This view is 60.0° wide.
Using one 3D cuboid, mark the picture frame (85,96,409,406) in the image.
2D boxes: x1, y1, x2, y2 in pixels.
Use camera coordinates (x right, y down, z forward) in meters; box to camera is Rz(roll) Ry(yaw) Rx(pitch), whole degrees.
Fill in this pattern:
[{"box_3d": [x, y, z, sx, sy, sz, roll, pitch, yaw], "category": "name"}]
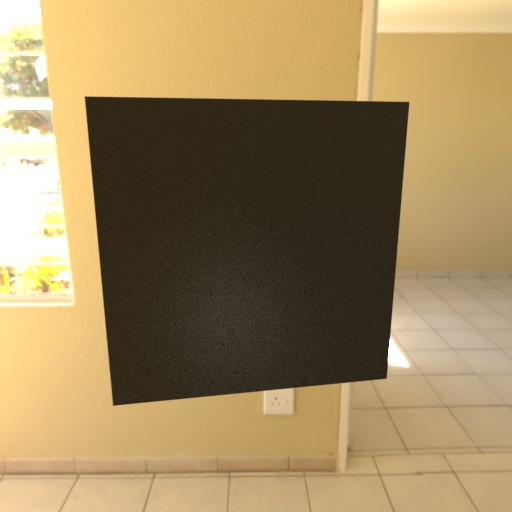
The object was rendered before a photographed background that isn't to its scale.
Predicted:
[{"box_3d": [0.000, 0.000, 0.836, 0.559, 0.557, 0.029, -3, 15, -10], "category": "picture frame"}]
